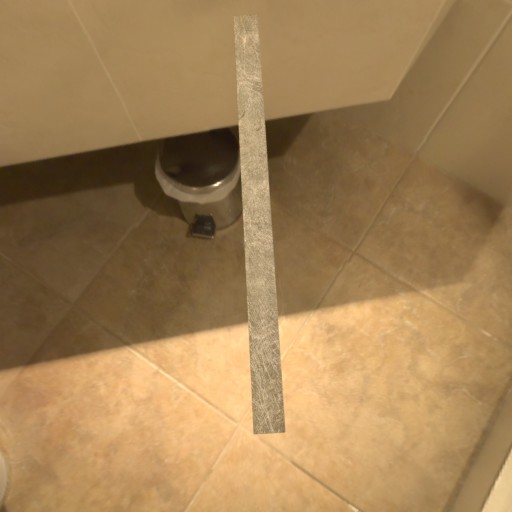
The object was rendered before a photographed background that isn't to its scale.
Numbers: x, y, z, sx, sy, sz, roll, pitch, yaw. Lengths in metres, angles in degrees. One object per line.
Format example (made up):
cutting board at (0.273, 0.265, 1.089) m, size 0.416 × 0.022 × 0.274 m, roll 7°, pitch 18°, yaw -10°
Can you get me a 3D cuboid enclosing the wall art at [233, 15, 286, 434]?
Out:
wall art at (0.000, 0.000, 0.903) m, size 0.038 × 0.610 × 0.610 m, roll -3°, pitch 74°, yaw -1°
